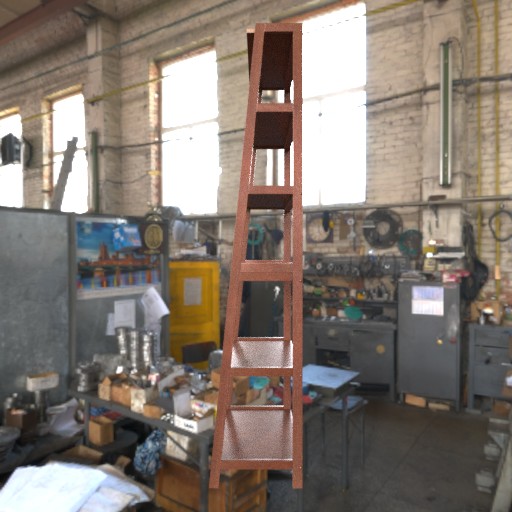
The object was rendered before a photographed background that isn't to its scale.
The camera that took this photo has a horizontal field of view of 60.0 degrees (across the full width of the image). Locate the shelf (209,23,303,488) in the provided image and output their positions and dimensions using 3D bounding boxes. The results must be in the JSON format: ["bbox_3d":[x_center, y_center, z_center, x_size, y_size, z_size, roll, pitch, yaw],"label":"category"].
[{"bbox_3d":[0.000,0.000,2.129,0.382,1.892,0.660,0,0,0],"label":"shelf"}]
